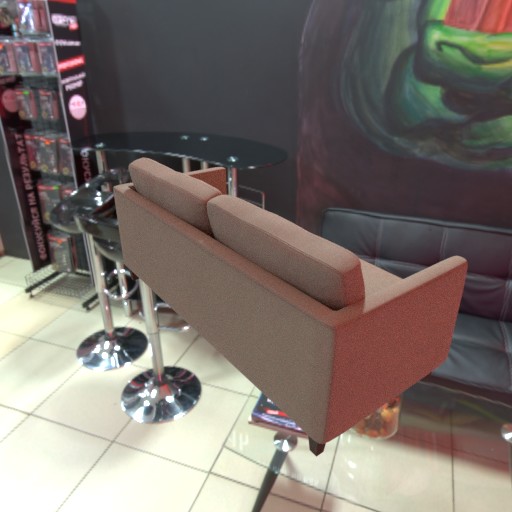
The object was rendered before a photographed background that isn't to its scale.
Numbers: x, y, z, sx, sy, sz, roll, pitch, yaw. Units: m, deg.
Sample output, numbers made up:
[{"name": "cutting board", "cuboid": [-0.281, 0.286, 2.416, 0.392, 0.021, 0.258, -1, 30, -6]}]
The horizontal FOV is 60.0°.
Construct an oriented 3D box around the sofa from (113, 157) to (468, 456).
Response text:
[{"name": "sofa", "cuboid": [0.000, 0.000, 2.718, 0.948, 0.932, 2.181, -18, 31, -33]}]
